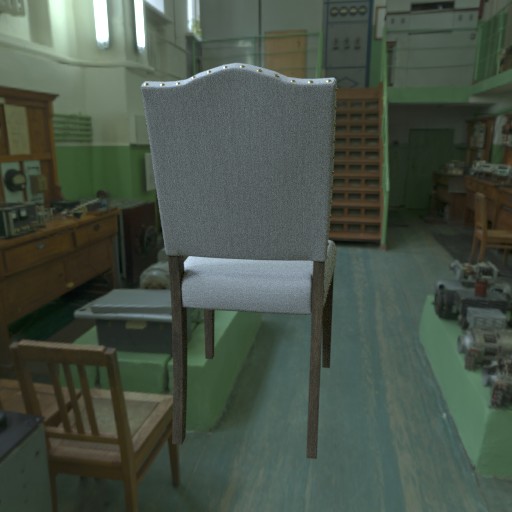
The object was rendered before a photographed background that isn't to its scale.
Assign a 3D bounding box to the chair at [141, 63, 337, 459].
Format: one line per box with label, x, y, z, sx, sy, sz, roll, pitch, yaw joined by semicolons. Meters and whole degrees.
chair;0.000;0.000;1.365;0.508;1.020;0.620;2;15;8
